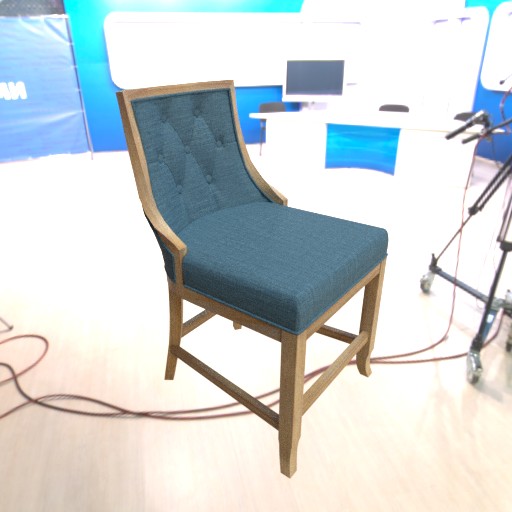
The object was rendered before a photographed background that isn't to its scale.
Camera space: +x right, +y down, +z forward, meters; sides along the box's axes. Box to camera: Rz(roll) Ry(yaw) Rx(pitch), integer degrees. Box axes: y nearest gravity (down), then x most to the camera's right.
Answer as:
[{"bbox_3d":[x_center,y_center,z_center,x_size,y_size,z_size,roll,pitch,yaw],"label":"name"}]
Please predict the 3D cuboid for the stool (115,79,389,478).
[{"bbox_3d":[0.000,0.000,1.330,0.626,0.938,0.524,19,32,33],"label":"stool"}]
